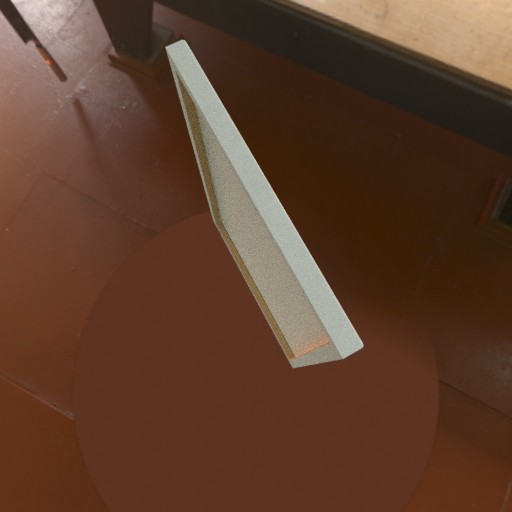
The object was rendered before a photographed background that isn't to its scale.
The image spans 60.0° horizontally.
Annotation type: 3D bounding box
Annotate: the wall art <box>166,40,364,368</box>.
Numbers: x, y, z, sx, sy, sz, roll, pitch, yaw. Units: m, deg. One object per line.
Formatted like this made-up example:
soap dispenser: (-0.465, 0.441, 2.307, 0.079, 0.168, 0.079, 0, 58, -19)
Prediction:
wall art: (0.000, 0.000, 1.155, 0.038, 0.912, 0.607, -27, 77, -7)
